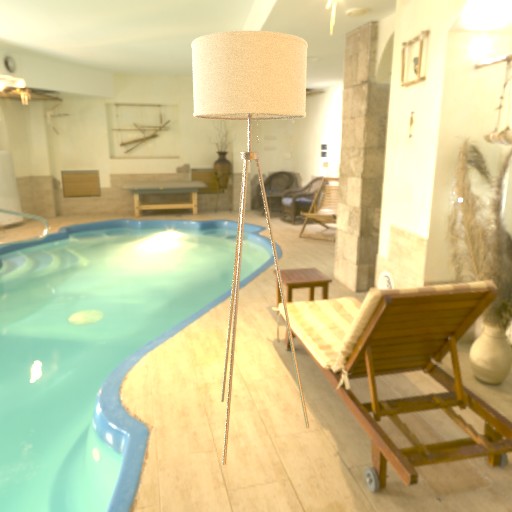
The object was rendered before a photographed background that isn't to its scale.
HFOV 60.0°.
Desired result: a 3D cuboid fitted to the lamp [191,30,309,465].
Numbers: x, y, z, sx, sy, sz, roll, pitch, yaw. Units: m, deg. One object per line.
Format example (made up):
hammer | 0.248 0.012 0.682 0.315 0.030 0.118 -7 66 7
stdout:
lamp | 0.000 0.000 1.766 0.458 1.545 0.448 -2 14 -9
